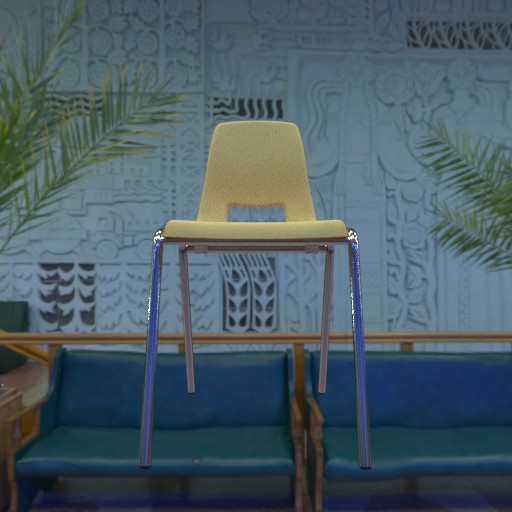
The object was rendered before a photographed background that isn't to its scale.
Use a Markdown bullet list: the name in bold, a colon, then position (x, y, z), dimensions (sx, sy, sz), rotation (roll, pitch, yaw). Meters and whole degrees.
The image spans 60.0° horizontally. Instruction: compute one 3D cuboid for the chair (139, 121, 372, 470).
- **chair**: position (0.000, 0.000, 0.937), dimensions (0.381, 0.704, 0.436), rotation (0, -1, 0)
